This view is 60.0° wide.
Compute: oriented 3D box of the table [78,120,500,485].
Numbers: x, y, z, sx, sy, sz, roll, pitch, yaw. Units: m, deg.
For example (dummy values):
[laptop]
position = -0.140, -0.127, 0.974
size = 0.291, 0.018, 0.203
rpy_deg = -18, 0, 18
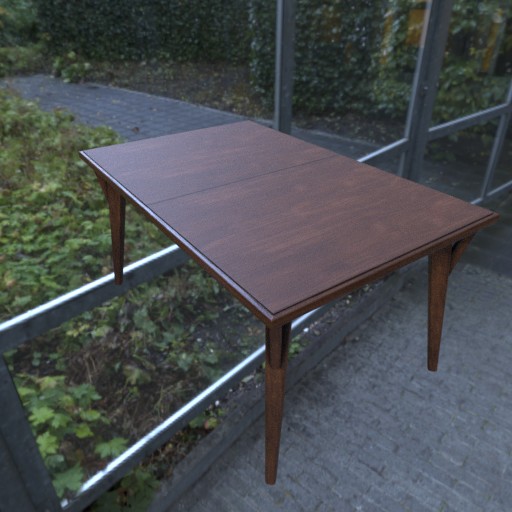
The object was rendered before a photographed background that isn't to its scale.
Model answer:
[table]
position = 0.000, 0.000, 2.013
size = 0.990, 0.761, 1.524
rpy_deg = -20, 37, -30
